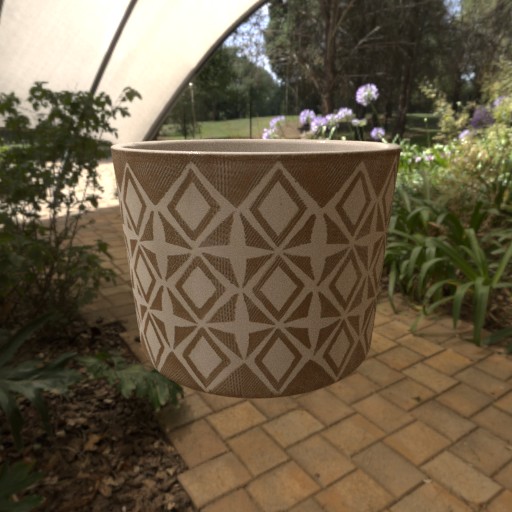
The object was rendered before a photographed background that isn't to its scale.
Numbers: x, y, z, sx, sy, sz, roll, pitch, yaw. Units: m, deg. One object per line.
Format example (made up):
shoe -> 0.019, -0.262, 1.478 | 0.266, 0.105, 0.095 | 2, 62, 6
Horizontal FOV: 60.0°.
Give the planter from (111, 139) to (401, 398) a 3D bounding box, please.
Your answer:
planter -> 0.000, 0.000, 0.447 | 0.260, 0.220, 0.260 | 0, 17, 0
